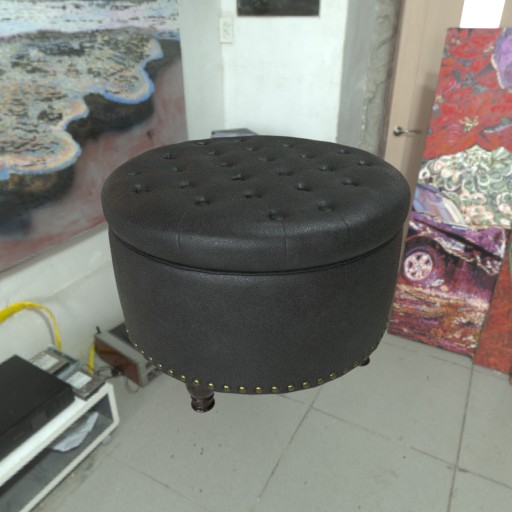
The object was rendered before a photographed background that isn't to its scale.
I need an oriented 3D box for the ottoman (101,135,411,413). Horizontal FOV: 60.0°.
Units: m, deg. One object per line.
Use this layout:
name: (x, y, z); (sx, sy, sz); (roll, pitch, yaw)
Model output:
ottoman: (0.000, 0.000, 1.037); (0.637, 0.442, 0.637); (0, 28, 0)
